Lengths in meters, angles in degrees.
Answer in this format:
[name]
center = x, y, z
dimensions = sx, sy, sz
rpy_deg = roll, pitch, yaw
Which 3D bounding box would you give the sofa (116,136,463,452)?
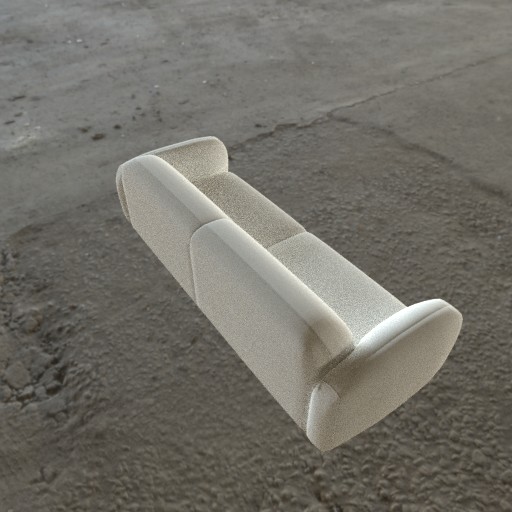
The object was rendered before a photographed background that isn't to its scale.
[sofa]
center = 0.000, 0.000, 2.677
dimensions = 0.870, 0.780, 2.280
rpy_deg = -25, 47, -26
